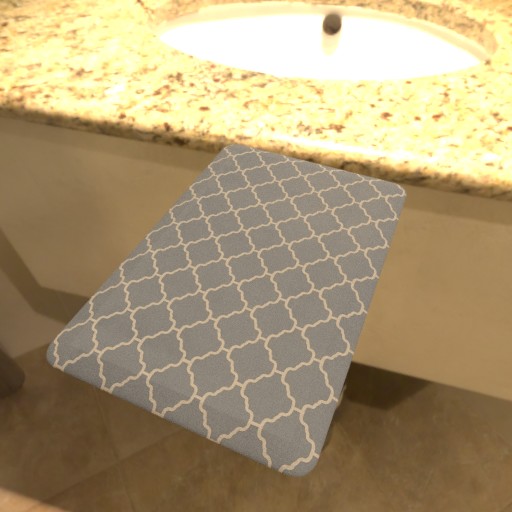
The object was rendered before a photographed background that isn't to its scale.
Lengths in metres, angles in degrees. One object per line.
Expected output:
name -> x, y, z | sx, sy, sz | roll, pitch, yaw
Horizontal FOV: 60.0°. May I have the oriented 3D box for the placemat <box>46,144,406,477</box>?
placemat -> 0.000, 0.000, 0.945 | 0.508, 0.021, 0.762 | 18, 49, 16
